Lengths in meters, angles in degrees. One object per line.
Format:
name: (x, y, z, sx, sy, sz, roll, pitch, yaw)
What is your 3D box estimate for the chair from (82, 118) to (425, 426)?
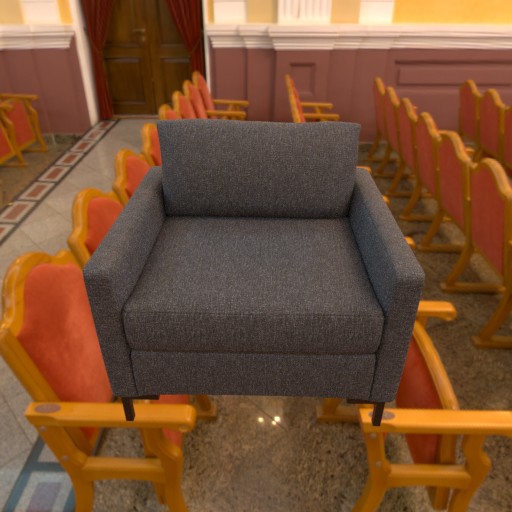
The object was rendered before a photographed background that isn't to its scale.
chair: (0.000, 0.000, 1.640, 0.963, 0.861, 0.866, 1, 31, 1)
